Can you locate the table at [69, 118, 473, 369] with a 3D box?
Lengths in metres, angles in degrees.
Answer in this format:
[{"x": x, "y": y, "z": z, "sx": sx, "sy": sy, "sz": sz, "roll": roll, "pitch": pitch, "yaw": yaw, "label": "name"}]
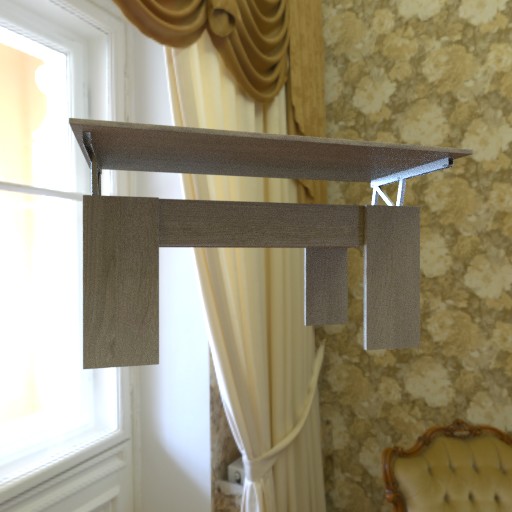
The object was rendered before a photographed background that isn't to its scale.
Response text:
[{"x": 0.000, "y": 0.000, "z": 1.386, "sx": 1.000, "sy": 0.570, "sz": 0.711, "roll": 0, "pitch": 0, "yaw": -16, "label": "table"}]
